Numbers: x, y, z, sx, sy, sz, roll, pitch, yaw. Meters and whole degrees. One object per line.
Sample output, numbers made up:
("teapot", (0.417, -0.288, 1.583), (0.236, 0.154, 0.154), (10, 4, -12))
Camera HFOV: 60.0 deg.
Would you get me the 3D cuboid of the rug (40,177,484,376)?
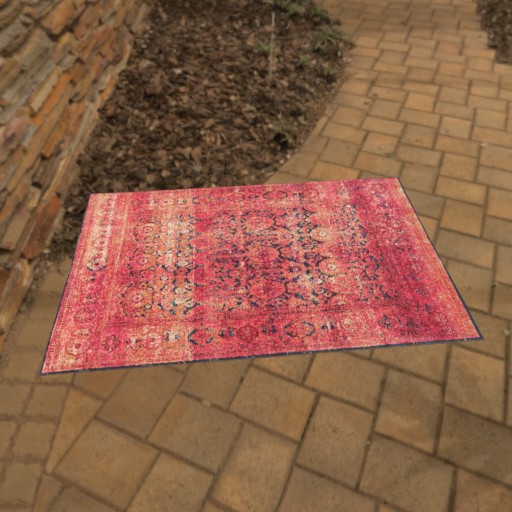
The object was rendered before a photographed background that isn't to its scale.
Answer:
("rug", (0.000, 0.000, 2.953), (2.449, 0.018, 1.539), (-4, 46, -4))
